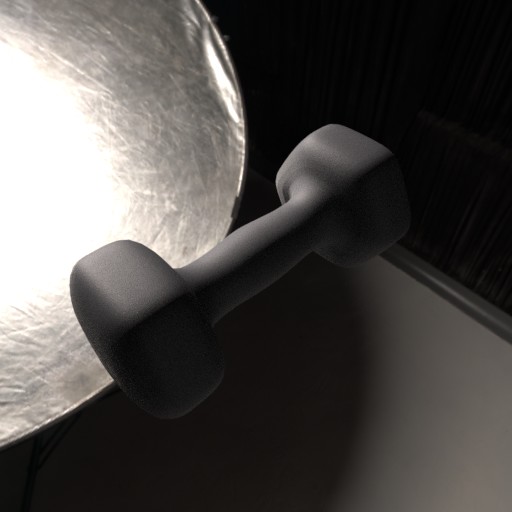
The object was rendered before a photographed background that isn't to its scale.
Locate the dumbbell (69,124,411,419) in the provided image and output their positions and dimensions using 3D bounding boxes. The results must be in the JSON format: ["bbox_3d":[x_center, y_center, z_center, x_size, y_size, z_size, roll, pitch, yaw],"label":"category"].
[{"bbox_3d":[0.000,0.000,0.309,0.240,0.105,0.116,-33,55,-28],"label":"dumbbell"}]
